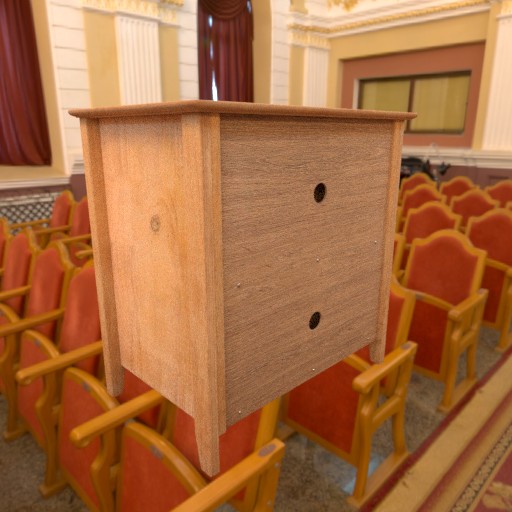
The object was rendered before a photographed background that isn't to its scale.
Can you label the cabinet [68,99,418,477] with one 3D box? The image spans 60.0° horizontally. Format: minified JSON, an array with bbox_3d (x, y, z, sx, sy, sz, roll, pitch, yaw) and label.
[{"bbox_3d":[0.000,0.000,1.230,0.763,0.762,0.503,-15,21,-42],"label":"cabinet"}]
